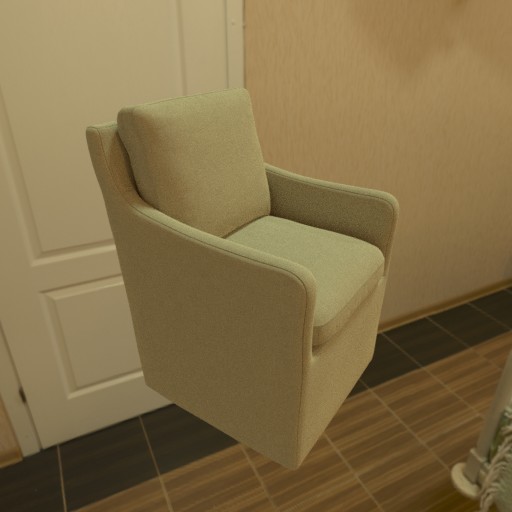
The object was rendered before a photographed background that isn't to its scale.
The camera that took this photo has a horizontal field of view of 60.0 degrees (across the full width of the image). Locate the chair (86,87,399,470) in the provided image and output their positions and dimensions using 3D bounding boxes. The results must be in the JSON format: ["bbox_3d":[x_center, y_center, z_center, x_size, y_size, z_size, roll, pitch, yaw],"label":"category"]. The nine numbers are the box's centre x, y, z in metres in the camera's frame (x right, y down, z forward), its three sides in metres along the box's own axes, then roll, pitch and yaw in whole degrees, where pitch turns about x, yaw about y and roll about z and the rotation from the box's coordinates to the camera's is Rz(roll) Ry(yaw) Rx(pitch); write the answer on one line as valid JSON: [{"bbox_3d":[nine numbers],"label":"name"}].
[{"bbox_3d":[0.000,0.000,1.371,0.694,0.914,0.626,18,33,30],"label":"chair"}]
